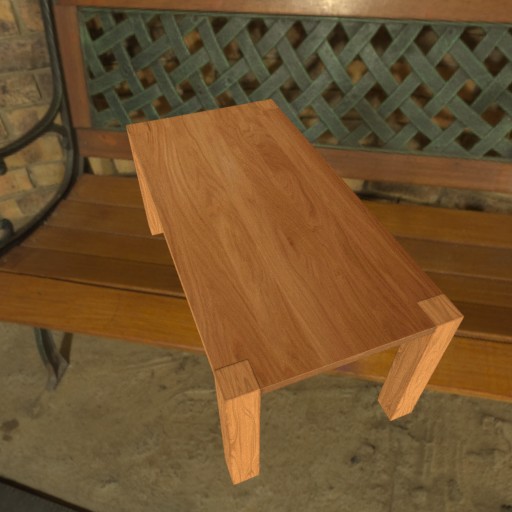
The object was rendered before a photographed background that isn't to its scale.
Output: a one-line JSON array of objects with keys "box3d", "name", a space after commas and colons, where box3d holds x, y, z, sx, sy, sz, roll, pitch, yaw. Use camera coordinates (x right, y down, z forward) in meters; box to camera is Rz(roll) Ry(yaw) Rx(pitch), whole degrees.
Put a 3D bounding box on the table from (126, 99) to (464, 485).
[{"box3d": [0.000, 0.000, 2.328, 0.900, 0.760, 1.800, -15, 47, -15], "name": "table"}]
